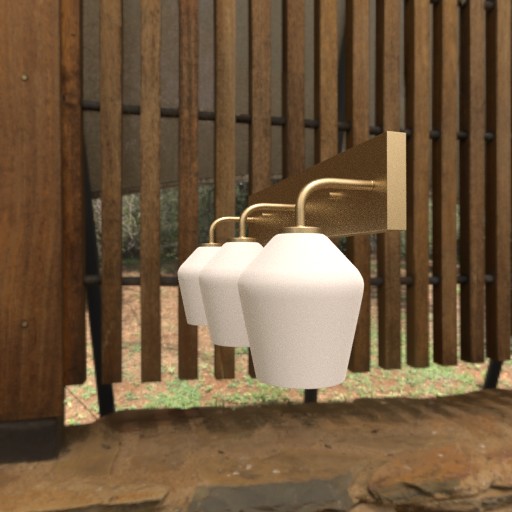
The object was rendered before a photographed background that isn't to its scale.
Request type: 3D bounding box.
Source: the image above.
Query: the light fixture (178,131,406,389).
[{"bbox_3d":[0.000,0.000,0.735,0.190,0.280,0.609,0,-1,-18],"label":"light fixture"}]
